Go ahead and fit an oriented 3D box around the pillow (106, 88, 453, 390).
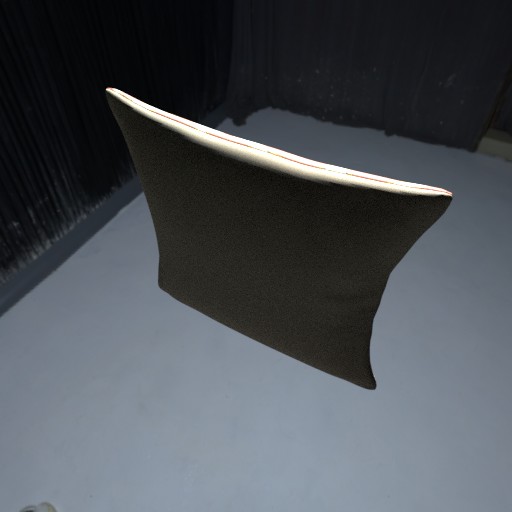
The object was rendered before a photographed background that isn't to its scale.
[{"bbox_3d":[0.000,0.000,0.807,0.552,0.508,0.166,22,50,20],"label":"pillow"}]
